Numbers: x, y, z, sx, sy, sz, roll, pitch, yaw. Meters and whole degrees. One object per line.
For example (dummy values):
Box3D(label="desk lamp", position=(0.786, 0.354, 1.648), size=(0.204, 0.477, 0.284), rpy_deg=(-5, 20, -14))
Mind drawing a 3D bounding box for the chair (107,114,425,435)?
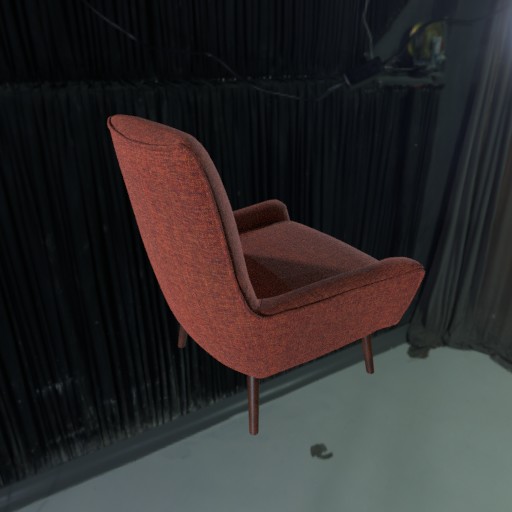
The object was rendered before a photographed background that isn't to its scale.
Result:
Box3D(label="chair", position=(0.000, 0.000, 1.484), size=(0.784, 0.911, 0.803), rpy_deg=(-16, 29, -30))
